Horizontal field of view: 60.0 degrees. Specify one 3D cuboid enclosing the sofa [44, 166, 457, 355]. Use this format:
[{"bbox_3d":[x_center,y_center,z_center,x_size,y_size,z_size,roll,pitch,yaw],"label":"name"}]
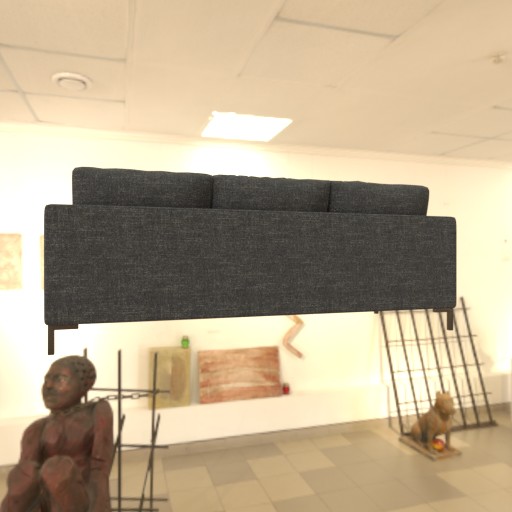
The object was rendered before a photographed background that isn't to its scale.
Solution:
[{"bbox_3d":[0.000,0.000,2.668,2.218,0.874,0.859,0,0,-17],"label":"sofa"}]
